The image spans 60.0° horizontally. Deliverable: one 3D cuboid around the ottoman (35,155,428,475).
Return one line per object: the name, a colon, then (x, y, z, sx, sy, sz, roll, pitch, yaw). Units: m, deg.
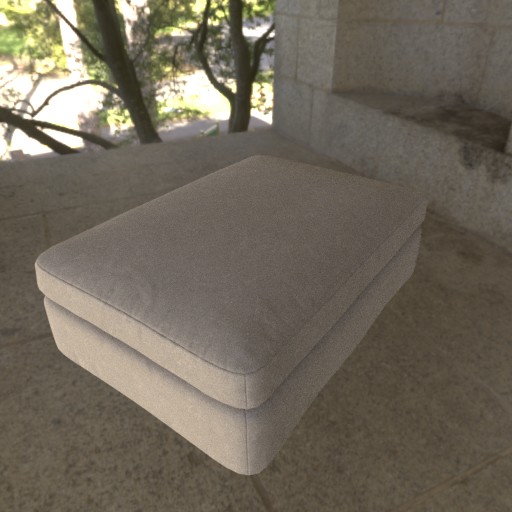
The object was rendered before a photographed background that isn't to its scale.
ottoman: (0.000, 0.000, 1.569, 0.840, 0.429, 1.199, 21, 37, 30)
